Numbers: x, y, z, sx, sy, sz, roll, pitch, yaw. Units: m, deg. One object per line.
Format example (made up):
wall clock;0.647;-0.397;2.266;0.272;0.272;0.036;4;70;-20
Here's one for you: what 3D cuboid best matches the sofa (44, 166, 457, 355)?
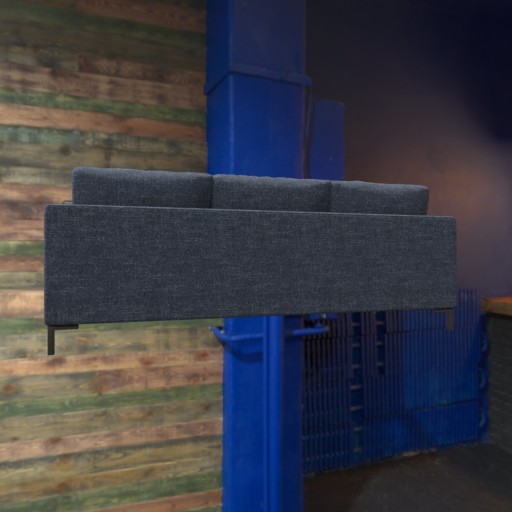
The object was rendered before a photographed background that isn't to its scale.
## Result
sofa;0.000;0.000;2.668;2.218;0.874;0.859;0;0;-17
